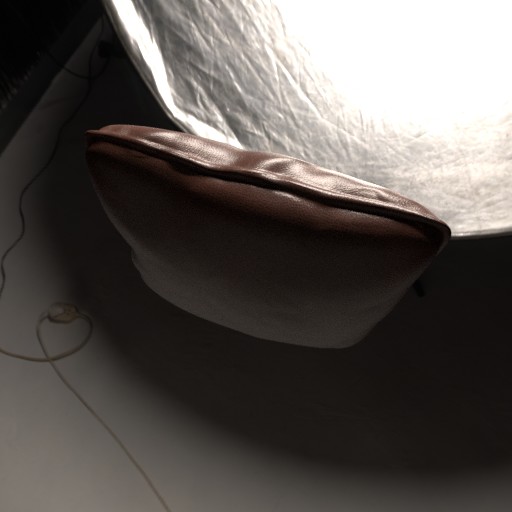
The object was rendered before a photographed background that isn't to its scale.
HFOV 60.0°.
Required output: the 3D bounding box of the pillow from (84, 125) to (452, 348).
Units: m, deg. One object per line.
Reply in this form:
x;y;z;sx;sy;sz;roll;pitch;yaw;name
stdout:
0.000;0.000;0.813;0.532;0.523;0.236;16;65;8;pillow
